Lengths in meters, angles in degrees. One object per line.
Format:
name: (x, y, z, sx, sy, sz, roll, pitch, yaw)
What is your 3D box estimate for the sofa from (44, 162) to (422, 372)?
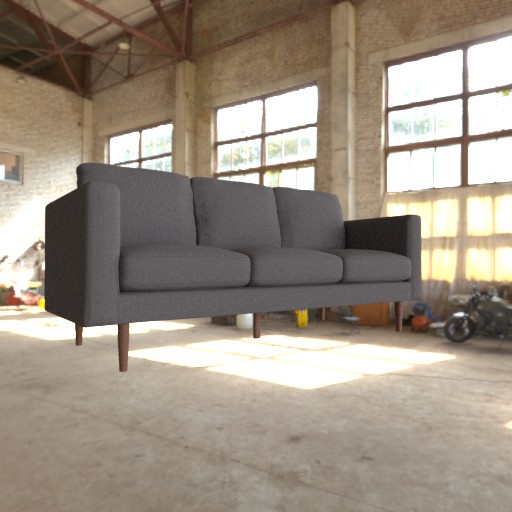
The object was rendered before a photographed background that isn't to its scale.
sofa: (0.000, 0.000, 2.466, 2.029, 0.912, 0.802, 1, -1, -36)
